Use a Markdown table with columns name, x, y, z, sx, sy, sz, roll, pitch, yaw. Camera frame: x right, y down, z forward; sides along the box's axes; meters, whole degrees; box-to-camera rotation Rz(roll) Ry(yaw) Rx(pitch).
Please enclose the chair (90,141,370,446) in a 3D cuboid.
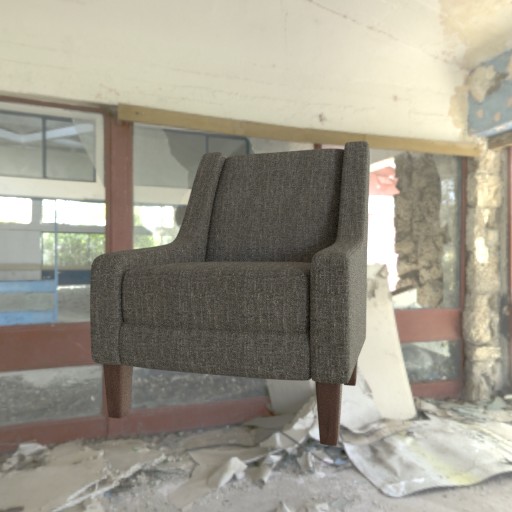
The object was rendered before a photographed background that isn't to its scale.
| name | x | y | z | sx | sy | sz | roll | pitch | yaw |
| --- | --- | --- | --- | --- | --- | --- | --- | --- | --- |
| chair | 0.000 | 0.000 | 1.674 | 0.793 | 1.012 | 0.944 | 0 | 0 | 17 |
